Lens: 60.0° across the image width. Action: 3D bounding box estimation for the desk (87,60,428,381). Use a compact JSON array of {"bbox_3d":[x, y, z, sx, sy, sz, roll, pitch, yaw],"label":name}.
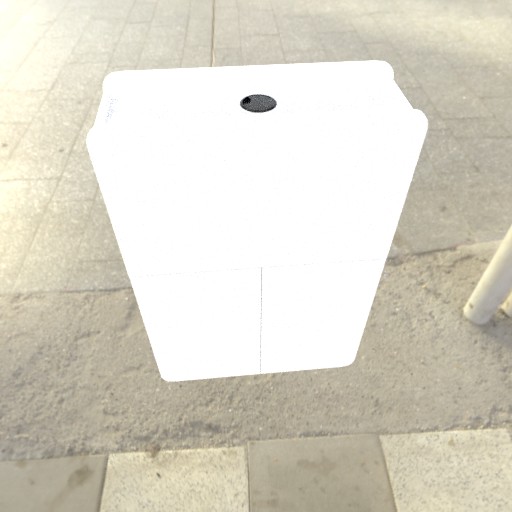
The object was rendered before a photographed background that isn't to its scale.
[{"bbox_3d":[0.000,0.000,1.520,0.795,1.190,0.278,-4,47,-4],"label":"desk"}]
